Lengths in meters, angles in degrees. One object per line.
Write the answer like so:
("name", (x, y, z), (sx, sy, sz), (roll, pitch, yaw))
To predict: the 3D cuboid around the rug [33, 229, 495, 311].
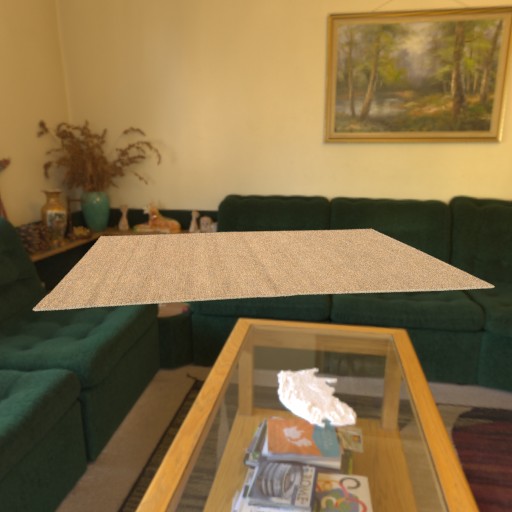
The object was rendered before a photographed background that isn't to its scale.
("rug", (0.000, 0.000, 2.901), (2.264, 0.030, 1.624), (-2, 14, -8))
